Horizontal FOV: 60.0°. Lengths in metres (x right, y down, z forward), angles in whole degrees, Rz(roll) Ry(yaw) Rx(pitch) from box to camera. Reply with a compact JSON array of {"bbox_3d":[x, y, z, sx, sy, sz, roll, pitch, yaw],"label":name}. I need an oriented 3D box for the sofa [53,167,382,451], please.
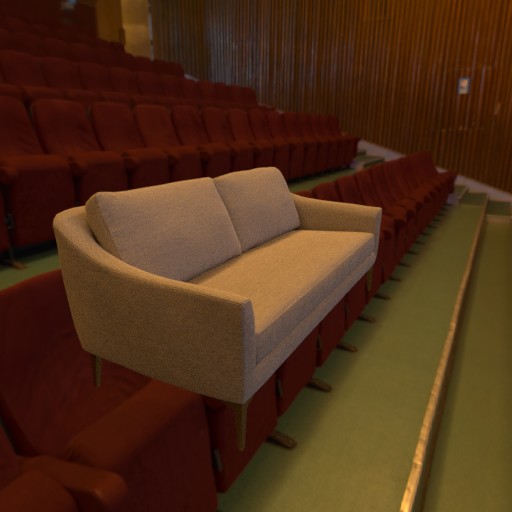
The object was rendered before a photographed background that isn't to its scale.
[{"bbox_3d":[0.000,0.000,2.560,0.980,0.913,2.036,8,18,27],"label":"sofa"}]
